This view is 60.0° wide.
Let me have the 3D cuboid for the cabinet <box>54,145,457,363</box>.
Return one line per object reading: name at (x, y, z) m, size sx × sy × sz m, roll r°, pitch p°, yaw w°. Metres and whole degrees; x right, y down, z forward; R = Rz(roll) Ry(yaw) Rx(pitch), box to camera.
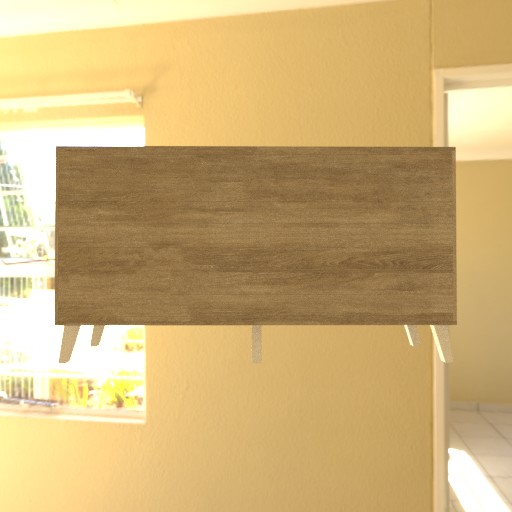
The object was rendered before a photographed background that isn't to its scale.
cabinet at (0.000, 0.000, 1.990) m, size 1.600 × 0.870 × 0.450 m, roll 0°, pitch -1°, yaw -1°
